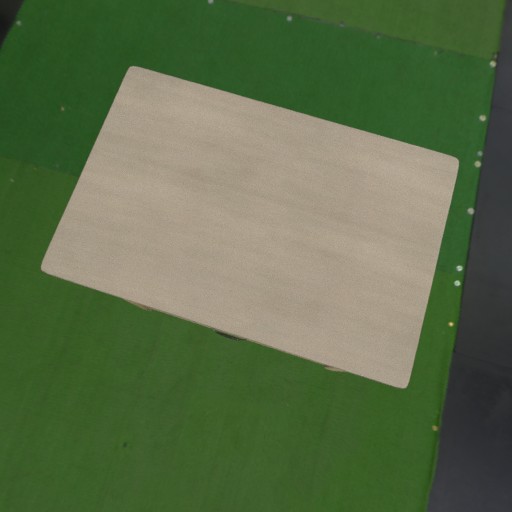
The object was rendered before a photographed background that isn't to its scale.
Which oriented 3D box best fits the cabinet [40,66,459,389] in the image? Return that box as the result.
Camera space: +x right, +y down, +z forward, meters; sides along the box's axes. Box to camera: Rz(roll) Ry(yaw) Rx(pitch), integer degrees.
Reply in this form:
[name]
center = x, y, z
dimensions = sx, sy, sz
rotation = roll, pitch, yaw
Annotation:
[cabinet]
center = 0.000, 0.000, 1.291
dimensions = 0.763, 0.762, 0.503
rotation = 17, 77, 4
